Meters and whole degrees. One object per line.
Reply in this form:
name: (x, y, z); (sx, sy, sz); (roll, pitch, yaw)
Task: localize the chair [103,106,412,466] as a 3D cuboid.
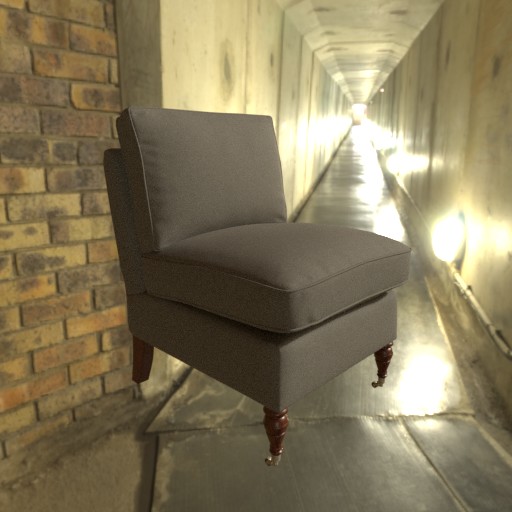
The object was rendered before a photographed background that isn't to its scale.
chair: (0.000, 0.000, 1.638); (0.924, 1.045, 0.724); (13, 19, 43)
